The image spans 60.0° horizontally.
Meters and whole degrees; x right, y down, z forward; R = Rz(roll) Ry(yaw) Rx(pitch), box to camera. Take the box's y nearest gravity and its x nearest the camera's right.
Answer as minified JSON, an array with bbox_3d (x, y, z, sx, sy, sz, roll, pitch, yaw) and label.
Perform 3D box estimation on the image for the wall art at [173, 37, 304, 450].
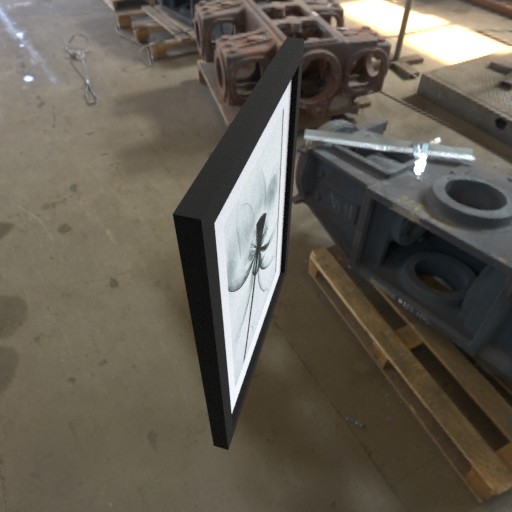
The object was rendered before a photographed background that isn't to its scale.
[{"bbox_3d":[0.000,0.000,0.764,0.029,0.559,0.457,12,47,11],"label":"wall art"}]
